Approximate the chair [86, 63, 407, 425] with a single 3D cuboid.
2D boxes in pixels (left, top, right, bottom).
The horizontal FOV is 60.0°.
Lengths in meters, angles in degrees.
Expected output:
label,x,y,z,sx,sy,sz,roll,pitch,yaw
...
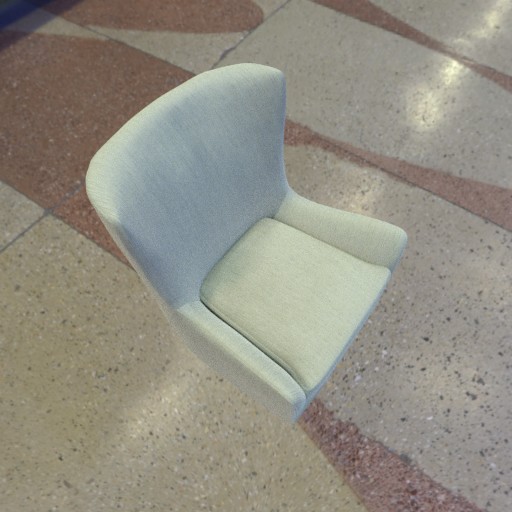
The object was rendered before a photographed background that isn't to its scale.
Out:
label,x,y,z,sx,sy,sz,roll,pitch,yaw
chair,0.000,0.000,1.660,0.904,1.000,0.779,32,63,18
